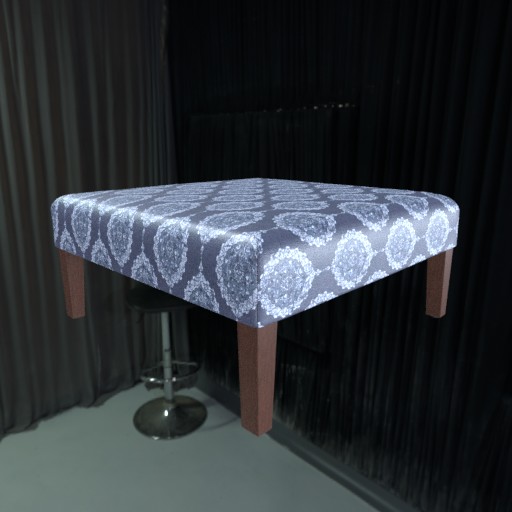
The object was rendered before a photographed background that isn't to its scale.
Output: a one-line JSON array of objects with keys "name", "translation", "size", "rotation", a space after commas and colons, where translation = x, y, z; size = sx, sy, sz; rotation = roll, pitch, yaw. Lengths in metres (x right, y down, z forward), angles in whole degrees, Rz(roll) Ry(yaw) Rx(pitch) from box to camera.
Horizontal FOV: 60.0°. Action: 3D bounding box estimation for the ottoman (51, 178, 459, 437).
[{"name": "ottoman", "translation": [0.000, 0.000, 1.384], "size": [0.889, 0.409, 0.890], "rotation": [14, 20, 43]}]
